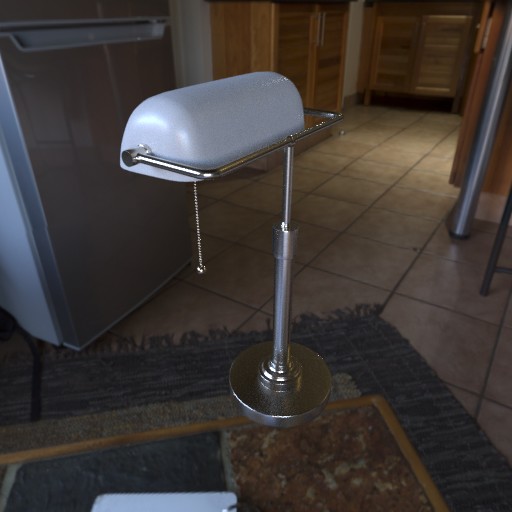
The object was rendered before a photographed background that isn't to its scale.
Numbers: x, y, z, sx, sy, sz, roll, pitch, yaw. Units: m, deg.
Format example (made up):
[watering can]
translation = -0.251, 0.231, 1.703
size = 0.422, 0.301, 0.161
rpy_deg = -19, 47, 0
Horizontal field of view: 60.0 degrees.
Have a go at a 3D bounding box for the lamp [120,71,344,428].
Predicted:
[lamp]
translation = 0.000, 0.000, 0.551
size = 0.227, 0.404, 0.269
rpy_deg = 20, 36, 30
